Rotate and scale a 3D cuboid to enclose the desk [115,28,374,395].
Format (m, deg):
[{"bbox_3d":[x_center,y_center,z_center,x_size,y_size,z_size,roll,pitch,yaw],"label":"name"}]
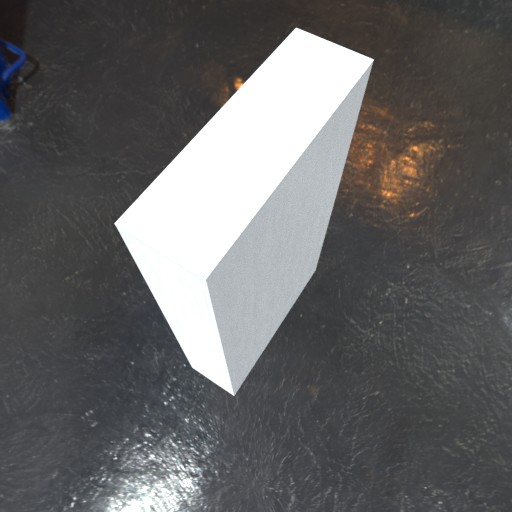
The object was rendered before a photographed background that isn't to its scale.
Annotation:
[{"bbox_3d":[0.000,0.000,1.614,0.250,1.280,0.750,30,67,14],"label":"desk"}]
